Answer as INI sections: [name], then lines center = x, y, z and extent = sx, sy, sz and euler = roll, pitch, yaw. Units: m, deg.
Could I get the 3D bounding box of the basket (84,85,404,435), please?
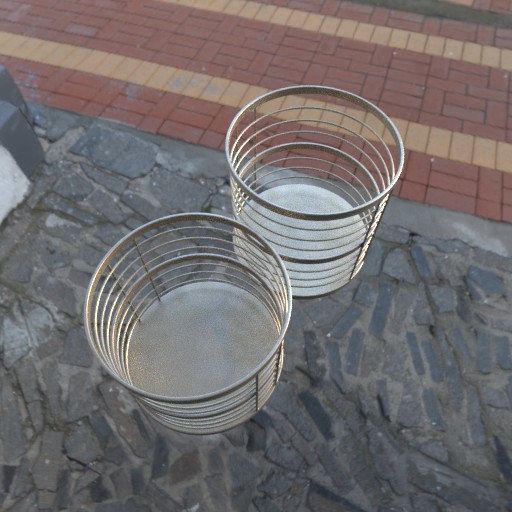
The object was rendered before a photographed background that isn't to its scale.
[basket]
center = 0.000, 0.000, 0.954
extent = 0.356, 0.351, 0.746
euler = 32, 64, 18
